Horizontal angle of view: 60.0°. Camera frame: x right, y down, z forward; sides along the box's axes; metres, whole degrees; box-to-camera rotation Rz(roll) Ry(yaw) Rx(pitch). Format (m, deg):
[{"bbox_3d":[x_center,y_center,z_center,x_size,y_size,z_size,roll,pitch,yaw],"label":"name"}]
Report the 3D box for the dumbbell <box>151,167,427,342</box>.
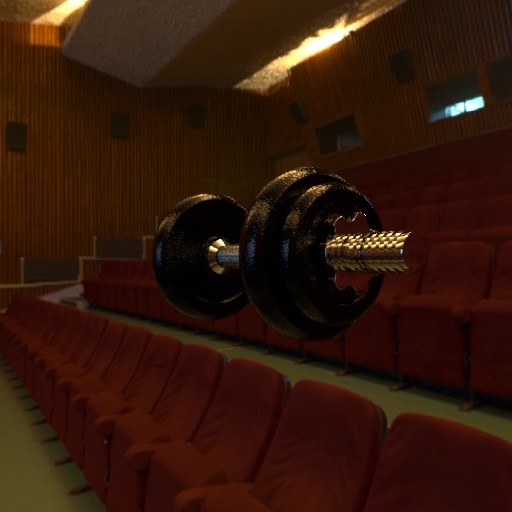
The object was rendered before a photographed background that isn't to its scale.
[{"bbox_3d":[0.000,0.000,0.609,0.202,0.202,0.497,1,-1,-36],"label":"dumbbell"}]
